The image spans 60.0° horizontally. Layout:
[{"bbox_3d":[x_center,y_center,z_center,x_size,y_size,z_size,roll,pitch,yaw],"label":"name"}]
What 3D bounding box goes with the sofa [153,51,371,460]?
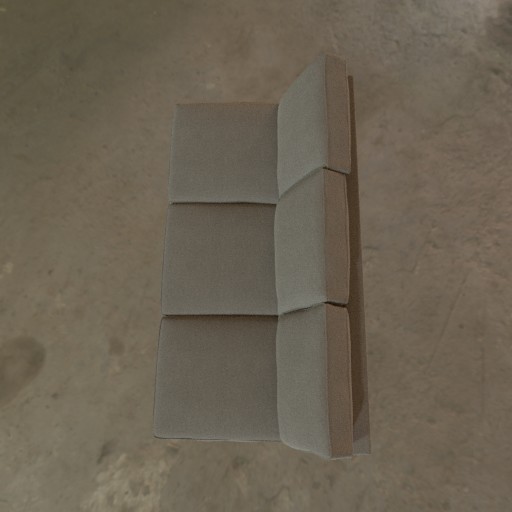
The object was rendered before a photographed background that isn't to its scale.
[{"bbox_3d":[0.000,0.000,2.653,1.127,1.036,2.092,1,76,0],"label":"sofa"}]
